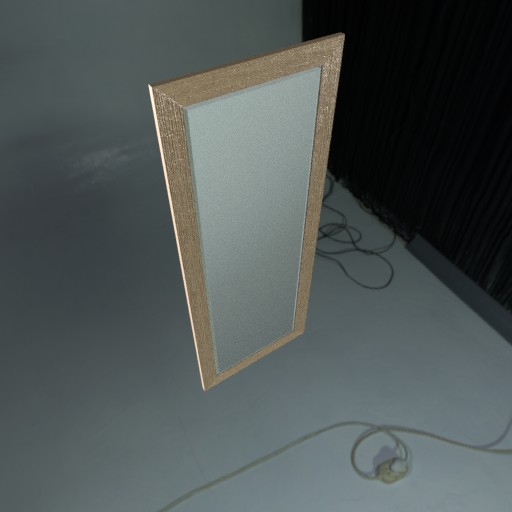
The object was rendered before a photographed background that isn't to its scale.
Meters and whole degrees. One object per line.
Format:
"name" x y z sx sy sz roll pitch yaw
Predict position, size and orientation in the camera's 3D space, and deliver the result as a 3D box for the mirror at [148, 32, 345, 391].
"mirror" 0.000 0.000 2.301 0.812 2.031 0.026 -26 51 -23
